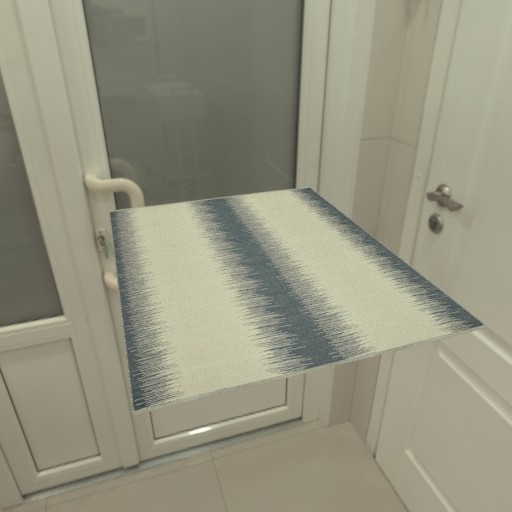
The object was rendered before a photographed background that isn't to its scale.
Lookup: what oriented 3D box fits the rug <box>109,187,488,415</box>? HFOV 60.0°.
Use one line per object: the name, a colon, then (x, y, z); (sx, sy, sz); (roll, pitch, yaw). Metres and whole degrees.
rug: (0.000, 0.000, 4.042); (2.453, 0.004, 3.037); (-9, 30, -16)
